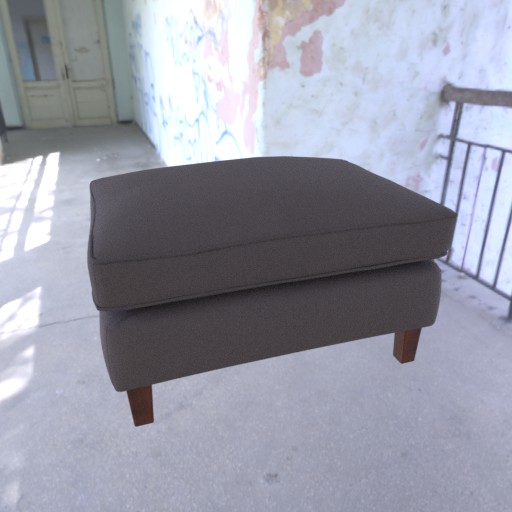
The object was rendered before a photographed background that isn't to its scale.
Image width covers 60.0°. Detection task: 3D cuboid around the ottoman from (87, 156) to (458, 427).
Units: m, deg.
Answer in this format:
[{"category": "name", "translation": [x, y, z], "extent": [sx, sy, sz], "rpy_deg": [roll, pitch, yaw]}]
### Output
[{"category": "ottoman", "translation": [0.000, 0.000, 1.002], "extent": [0.686, 0.406, 0.508], "rpy_deg": [-8, 27, -16]}]
